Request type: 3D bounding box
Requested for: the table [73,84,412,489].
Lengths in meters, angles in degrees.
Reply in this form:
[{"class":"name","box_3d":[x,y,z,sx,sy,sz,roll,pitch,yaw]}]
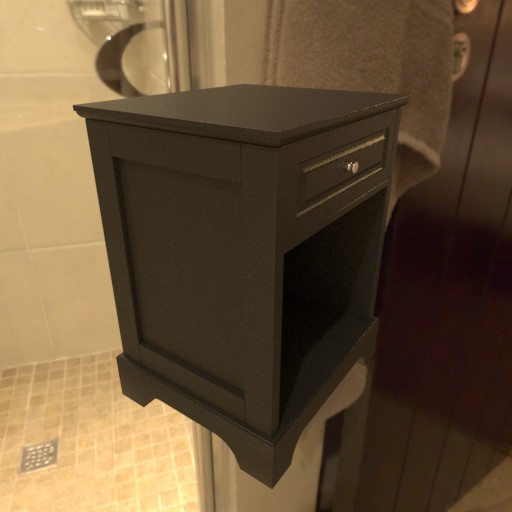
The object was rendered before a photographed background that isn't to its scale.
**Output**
[{"class":"table","box_3d":[0.000,0.000,0.910,0.399,0.610,0.460,17,31,32]}]
